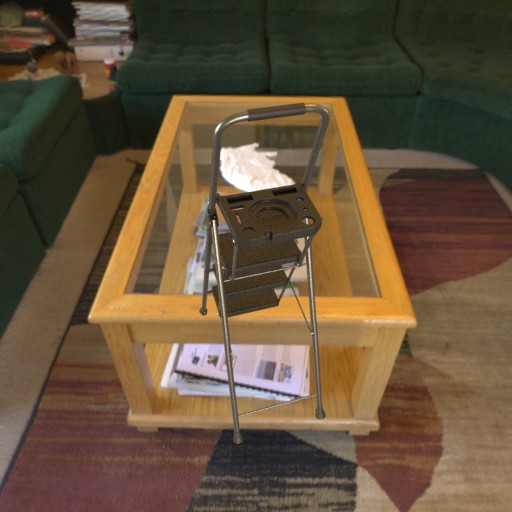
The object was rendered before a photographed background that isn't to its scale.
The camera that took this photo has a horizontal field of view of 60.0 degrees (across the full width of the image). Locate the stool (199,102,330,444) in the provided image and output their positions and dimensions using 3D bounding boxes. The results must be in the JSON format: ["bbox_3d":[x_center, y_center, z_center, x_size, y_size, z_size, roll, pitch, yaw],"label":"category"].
[{"bbox_3d":[0.000,0.000,1.624,0.396,1.277,0.733,-11,43,-12],"label":"stool"}]
